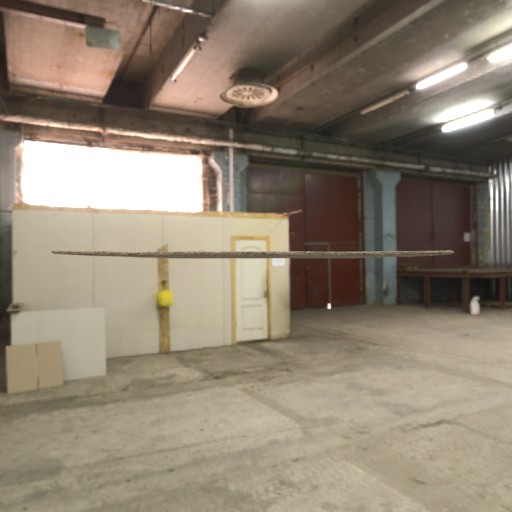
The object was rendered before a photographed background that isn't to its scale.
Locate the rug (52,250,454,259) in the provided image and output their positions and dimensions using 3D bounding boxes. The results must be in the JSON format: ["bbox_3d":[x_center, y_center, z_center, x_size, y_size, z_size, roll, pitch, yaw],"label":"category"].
[{"bbox_3d":[0.000,0.000,4.255,2.414,0.036,3.199,0,-1,1],"label":"rug"}]
